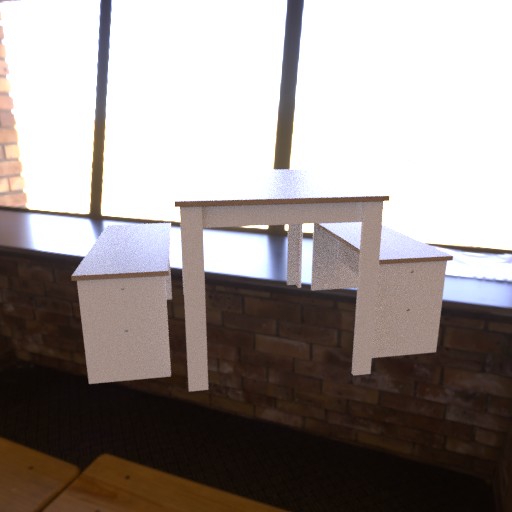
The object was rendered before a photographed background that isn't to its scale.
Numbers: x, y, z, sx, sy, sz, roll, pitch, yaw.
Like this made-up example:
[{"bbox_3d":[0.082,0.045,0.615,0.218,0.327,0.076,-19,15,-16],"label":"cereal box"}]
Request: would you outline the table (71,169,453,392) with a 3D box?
[{"bbox_3d":[0.000,0.000,2.075,1.443,0.700,1.100,-3,16,-10],"label":"table"}]
